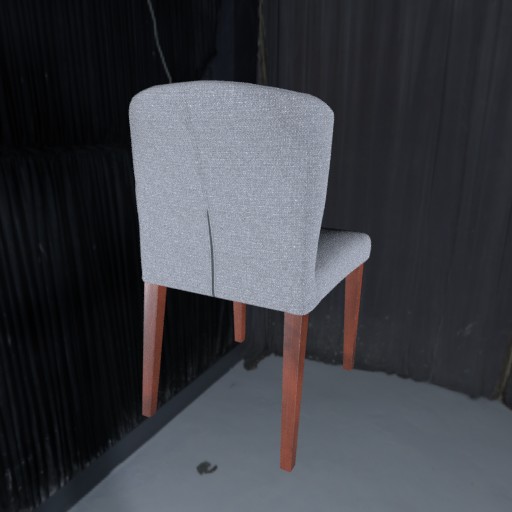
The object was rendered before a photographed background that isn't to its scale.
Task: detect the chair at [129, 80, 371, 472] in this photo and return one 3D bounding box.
[{"bbox_3d":[0.000,0.000,1.194,0.491,0.839,0.589,9,19,27],"label":"chair"}]
